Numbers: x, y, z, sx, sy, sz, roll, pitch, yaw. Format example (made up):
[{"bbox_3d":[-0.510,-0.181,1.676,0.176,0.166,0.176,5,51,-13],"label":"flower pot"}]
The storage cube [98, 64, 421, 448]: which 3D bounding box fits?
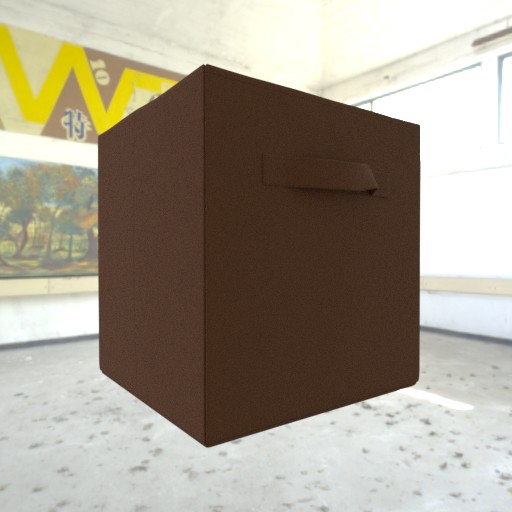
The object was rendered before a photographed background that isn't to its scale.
[{"bbox_3d":[0.000,0.000,0.491,0.270,0.280,0.270,-1,1,-36],"label":"storage cube"}]
